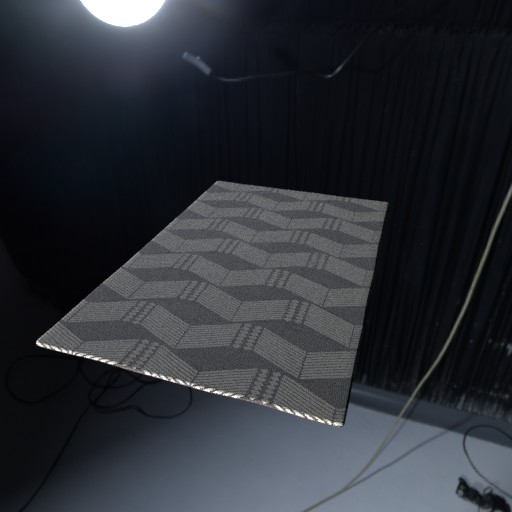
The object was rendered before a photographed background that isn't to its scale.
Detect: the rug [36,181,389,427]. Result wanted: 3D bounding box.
[{"bbox_3d":[0.000,0.000,2.311,1.210,0.016,1.833,10,32,16],"label":"rug"}]
